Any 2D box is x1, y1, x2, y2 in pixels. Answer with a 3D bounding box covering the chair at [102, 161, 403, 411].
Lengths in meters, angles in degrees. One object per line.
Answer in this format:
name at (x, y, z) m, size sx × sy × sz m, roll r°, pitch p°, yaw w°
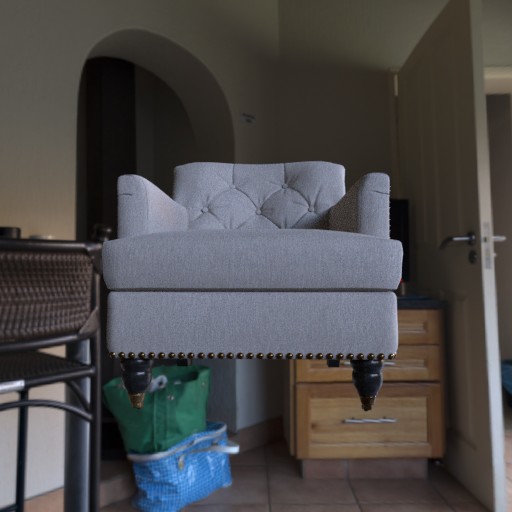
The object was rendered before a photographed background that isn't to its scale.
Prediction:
chair at (0.000, 0.000, 1.486) m, size 0.737 × 0.823 × 0.902 m, roll 0°, pitch -3°, yaw 2°
